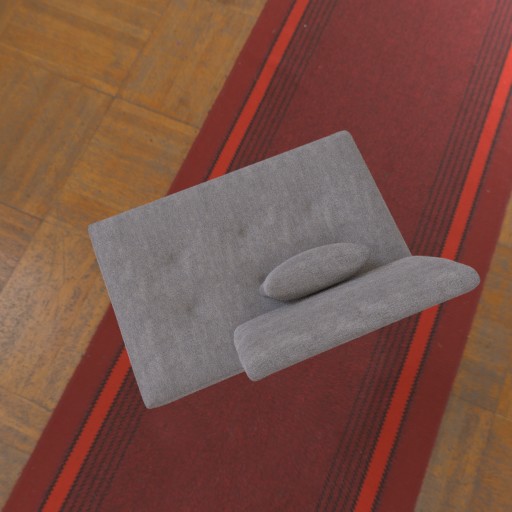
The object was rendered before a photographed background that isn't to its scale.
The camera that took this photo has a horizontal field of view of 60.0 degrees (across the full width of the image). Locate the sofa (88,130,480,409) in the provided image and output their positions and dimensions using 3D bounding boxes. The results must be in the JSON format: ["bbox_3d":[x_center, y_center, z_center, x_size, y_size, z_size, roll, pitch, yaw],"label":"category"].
[{"bbox_3d":[0.000,0.000,2.022,1.450,0.820,1.002,-21,77,-5],"label":"sofa"}]
